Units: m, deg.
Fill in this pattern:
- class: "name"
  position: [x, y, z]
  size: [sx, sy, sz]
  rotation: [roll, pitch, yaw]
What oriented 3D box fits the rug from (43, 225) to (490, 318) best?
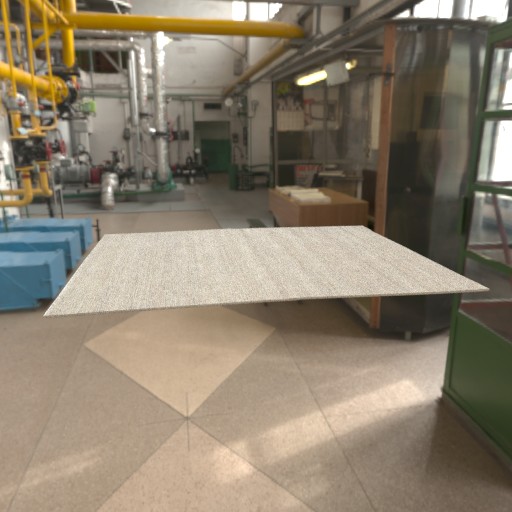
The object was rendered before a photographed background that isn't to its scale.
- class: "rug"
  position: [0.000, 0.000, 4.833]
  size: [3.626, 0.051, 2.757]
  rotation: [-2, 16, -9]
